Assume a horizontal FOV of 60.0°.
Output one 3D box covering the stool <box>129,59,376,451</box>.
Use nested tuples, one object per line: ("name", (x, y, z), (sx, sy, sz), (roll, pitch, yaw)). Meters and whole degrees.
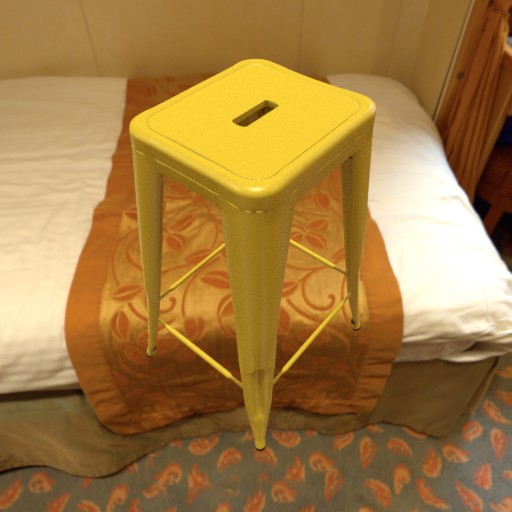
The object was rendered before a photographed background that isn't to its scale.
("stool", (0.000, 0.000, 0.853), (0.359, 0.609, 0.399), (31, 55, 25))
